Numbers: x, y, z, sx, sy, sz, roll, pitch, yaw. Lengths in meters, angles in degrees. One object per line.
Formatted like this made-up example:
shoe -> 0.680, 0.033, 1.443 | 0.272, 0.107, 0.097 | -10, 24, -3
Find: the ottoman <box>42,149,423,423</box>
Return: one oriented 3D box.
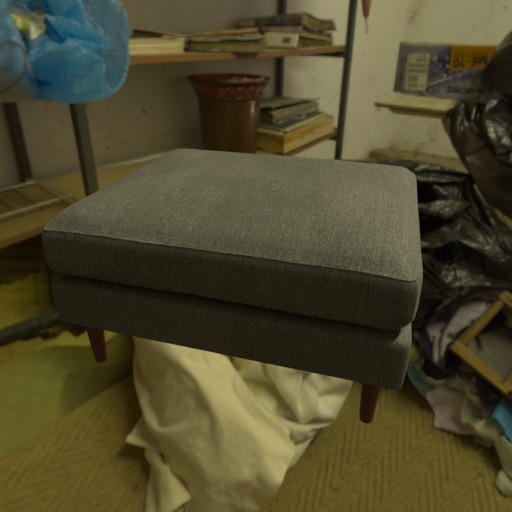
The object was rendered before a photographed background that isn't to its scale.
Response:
ottoman -> 0.000, 0.000, 1.241 | 0.821, 0.474, 0.693 | 8, 29, 15
